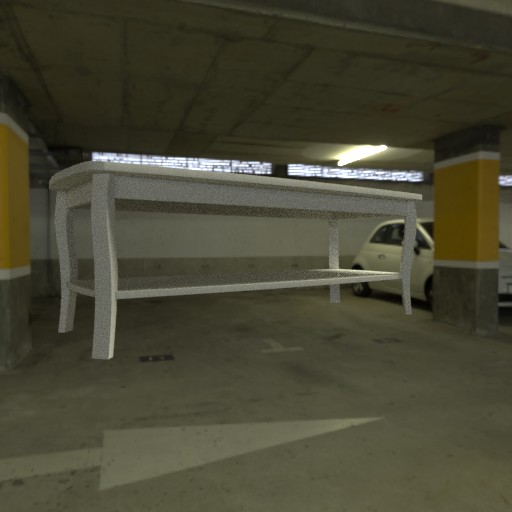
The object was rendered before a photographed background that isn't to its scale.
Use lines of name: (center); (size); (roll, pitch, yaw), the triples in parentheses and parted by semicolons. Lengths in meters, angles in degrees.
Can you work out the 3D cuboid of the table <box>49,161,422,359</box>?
table: (0.000, 0.000, 1.600); (1.334, 0.474, 0.561); (-1, 2, -35)
